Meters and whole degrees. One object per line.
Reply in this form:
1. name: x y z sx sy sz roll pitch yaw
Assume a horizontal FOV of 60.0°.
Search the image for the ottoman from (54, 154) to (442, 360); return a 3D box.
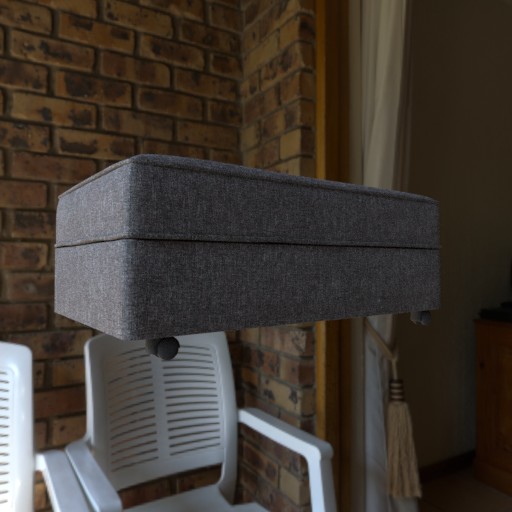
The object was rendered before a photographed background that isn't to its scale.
1. ottoman: 0.000 0.000 1.538 1.184 0.487 0.717 1 -1 -36
